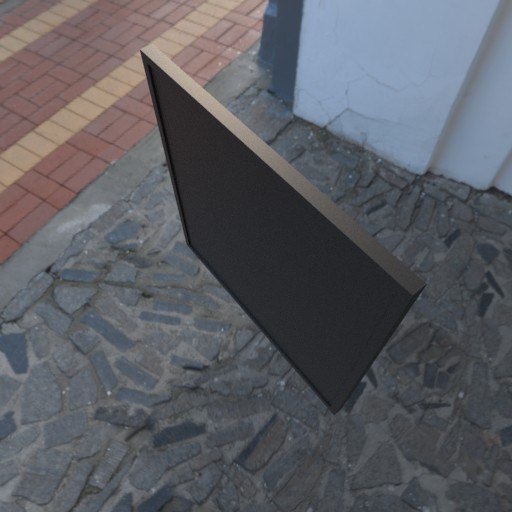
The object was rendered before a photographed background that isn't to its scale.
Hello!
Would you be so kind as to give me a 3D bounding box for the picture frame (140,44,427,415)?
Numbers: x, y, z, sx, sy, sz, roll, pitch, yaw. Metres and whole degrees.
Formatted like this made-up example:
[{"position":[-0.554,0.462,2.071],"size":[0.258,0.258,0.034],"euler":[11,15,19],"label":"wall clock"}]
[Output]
[{"position":[0.000,0.000,1.143],"size":[0.032,0.775,0.775],"euler":[-34,64,-19],"label":"picture frame"}]
